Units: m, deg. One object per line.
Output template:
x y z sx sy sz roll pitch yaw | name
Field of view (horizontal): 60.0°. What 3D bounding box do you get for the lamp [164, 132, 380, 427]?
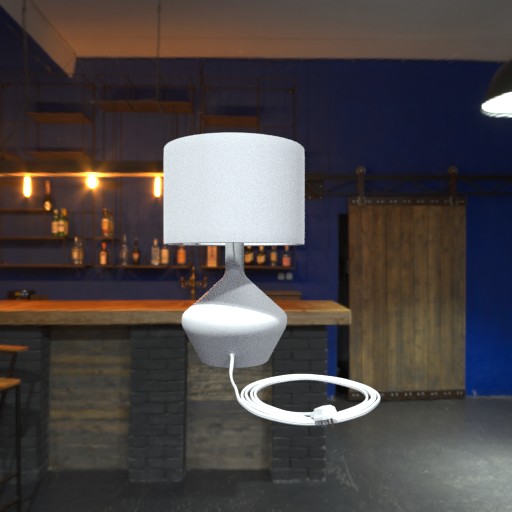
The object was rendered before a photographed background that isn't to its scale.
0.000 0.000 0.851 0.401 0.457 0.546 0 0 1 | lamp
